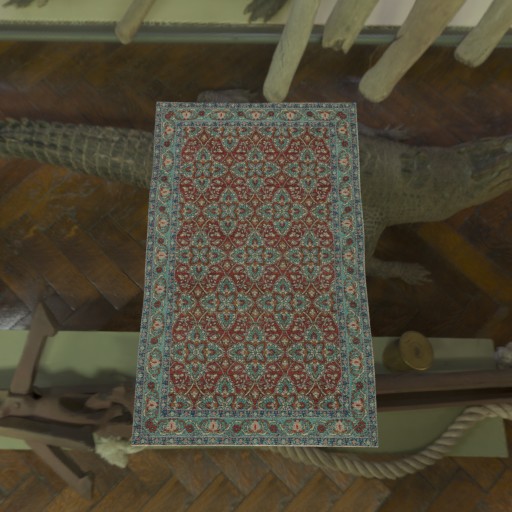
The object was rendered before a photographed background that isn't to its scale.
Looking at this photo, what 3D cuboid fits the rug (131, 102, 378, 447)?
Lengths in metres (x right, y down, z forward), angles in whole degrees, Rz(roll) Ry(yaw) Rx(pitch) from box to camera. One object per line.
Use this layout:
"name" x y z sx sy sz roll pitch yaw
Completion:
"rug" 0.000 0.000 3.061 1.533 0.011 2.439 0 74 0
